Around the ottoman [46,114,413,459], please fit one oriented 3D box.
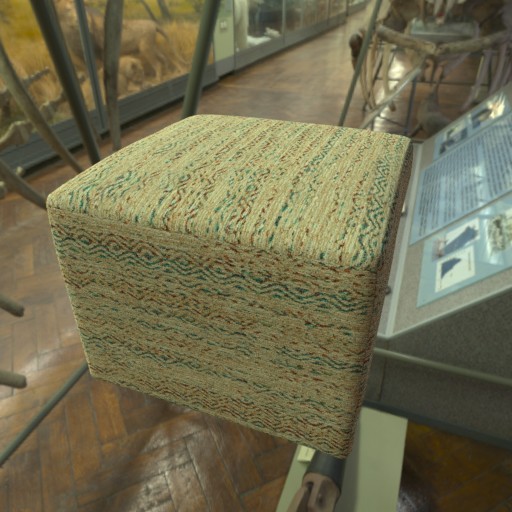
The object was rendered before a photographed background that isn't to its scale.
[{"bbox_3d":[0.000,0.000,0.891,0.521,0.453,0.512,11,34,17],"label":"ottoman"}]
